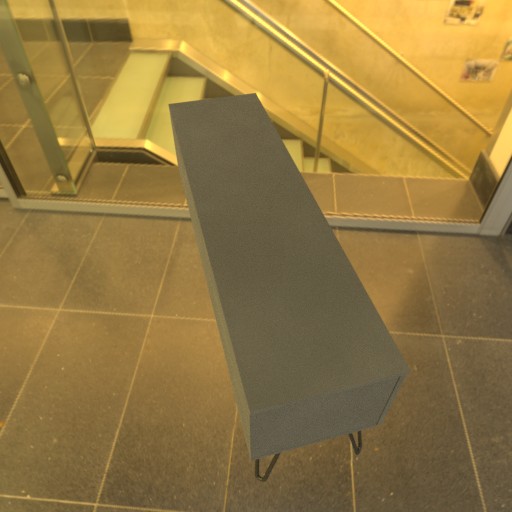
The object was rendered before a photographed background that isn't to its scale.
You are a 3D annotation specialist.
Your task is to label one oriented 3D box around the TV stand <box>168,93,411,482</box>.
[{"bbox_3d":[0.000,0.000,1.664,0.400,0.560,1.400,-11,48,-10],"label":"TV stand"}]
